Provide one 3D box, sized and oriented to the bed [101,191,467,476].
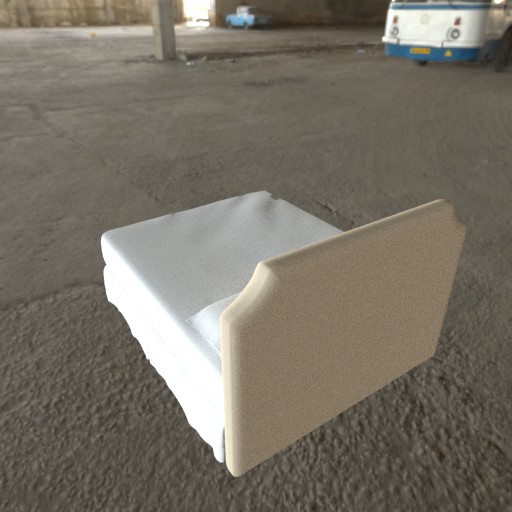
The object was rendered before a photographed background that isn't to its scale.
[{"bbox_3d":[0.000,0.000,3.900,2.134,1.524,2.548,-19,35,-29],"label":"bed"}]
